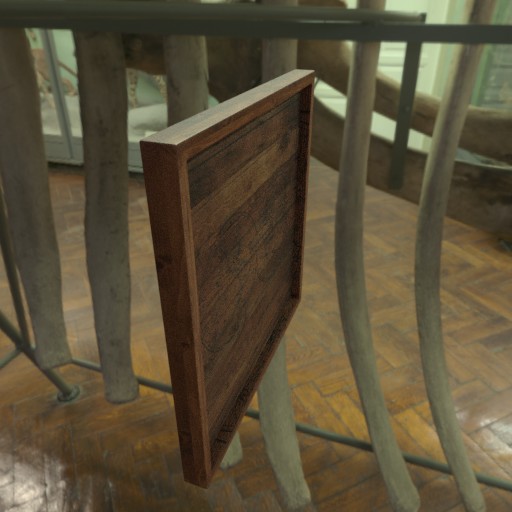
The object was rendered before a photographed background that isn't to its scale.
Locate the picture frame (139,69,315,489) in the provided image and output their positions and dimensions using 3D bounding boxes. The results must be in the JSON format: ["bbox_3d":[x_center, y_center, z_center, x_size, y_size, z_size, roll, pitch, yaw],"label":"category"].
[{"bbox_3d":[0.000,0.000,0.510,0.028,0.356,0.352,11,32,18],"label":"picture frame"}]
